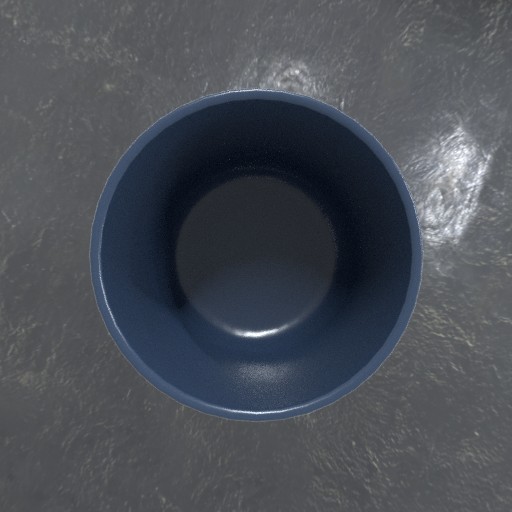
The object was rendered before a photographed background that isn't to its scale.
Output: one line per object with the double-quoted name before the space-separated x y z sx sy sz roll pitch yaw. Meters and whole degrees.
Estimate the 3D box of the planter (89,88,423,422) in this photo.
"planter" 0.000 0.000 0.320 0.182 0.165 0.182 0 89 0
